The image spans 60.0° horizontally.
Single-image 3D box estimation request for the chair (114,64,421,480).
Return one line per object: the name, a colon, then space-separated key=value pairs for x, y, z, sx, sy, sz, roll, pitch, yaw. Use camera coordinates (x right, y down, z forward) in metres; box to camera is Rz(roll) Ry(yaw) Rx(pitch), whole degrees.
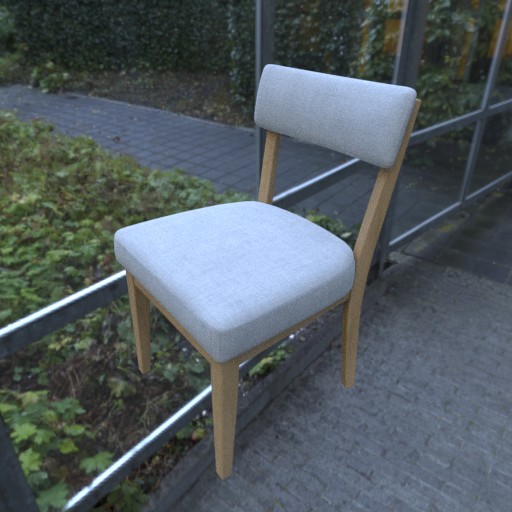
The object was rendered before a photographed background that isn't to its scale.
chair: x=0.000 y=0.000 z=1.138 sx=0.572 sy=0.832 sz=0.508 roll=-21 pitch=37 yaw=-32
